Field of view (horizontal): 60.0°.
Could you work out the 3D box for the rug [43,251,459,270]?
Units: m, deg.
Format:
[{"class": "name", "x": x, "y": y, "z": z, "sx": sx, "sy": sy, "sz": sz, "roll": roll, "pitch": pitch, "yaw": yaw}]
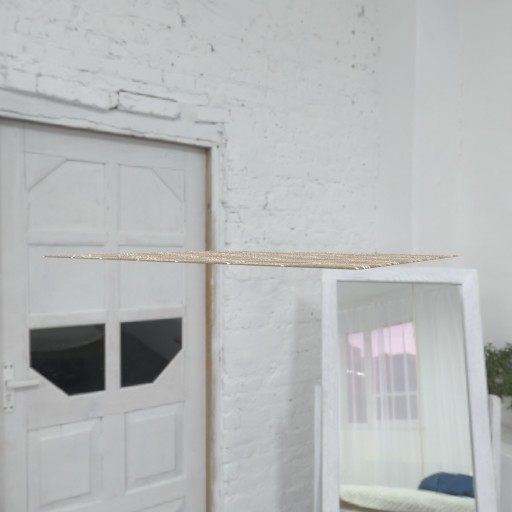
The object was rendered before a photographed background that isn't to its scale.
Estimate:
[{"class": "rug", "x": 0.000, "y": 0.000, "z": 4.171, "sx": 3.062, "sy": 0.012, "sz": 2.457, "roll": 1, "pitch": 2, "yaw": 36}]
